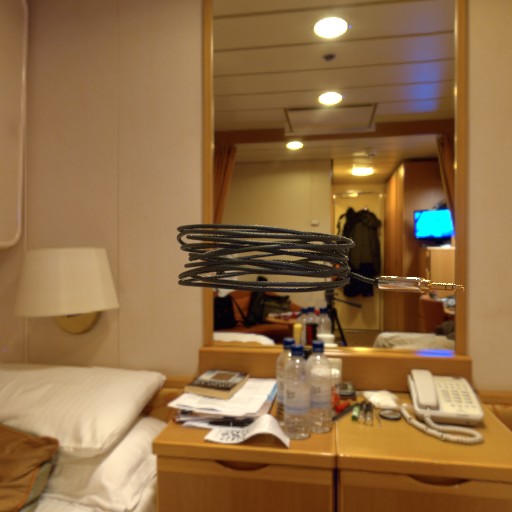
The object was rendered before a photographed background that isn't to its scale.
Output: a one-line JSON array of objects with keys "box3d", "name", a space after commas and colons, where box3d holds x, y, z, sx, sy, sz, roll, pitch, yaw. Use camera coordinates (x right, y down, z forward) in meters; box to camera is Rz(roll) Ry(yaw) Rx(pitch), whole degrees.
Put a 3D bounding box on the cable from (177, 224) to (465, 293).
[{"box3d": [0.000, 0.000, 0.507, 0.198, 0.069, 0.432, 0, 0, -37], "name": "cable"}]
